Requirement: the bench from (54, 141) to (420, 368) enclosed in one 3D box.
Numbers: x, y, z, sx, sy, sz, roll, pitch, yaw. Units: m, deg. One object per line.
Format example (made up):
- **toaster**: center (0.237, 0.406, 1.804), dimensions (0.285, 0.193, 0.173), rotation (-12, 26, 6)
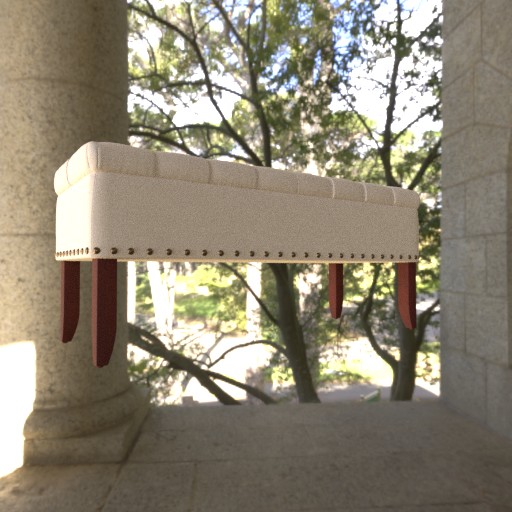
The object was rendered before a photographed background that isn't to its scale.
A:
- **bench**: center (0.000, 0.000, 1.311), dimensions (1.054, 0.470, 0.400), rotation (1, -2, -34)
